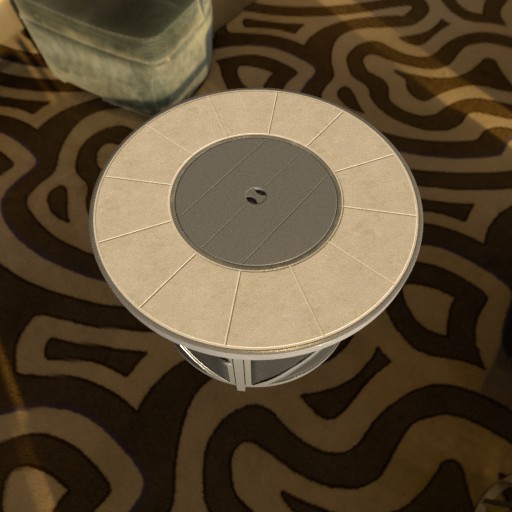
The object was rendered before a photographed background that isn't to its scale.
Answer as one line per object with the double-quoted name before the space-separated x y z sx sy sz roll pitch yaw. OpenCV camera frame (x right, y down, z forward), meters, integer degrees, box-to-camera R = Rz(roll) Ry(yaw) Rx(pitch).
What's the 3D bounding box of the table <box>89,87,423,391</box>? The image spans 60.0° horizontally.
"table" 0.000 0.000 1.513 0.914 0.650 0.914 0 59 0
